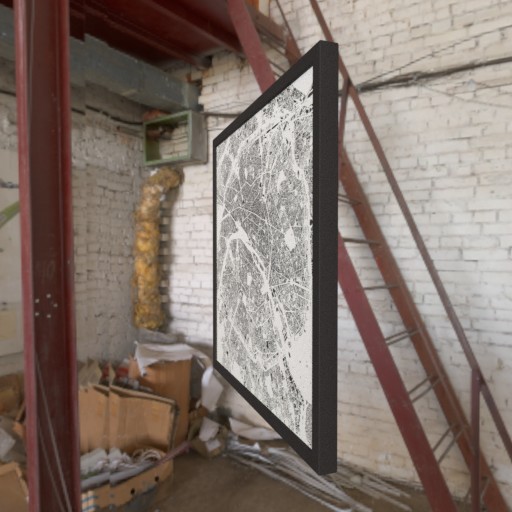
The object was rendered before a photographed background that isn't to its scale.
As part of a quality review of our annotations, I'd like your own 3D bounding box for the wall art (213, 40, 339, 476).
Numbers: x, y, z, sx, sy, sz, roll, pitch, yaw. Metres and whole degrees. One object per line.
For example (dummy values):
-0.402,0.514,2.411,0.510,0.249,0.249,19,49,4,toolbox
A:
0.000,0.000,1.139,0.037,0.763,0.763,0,1,-20,wall art
